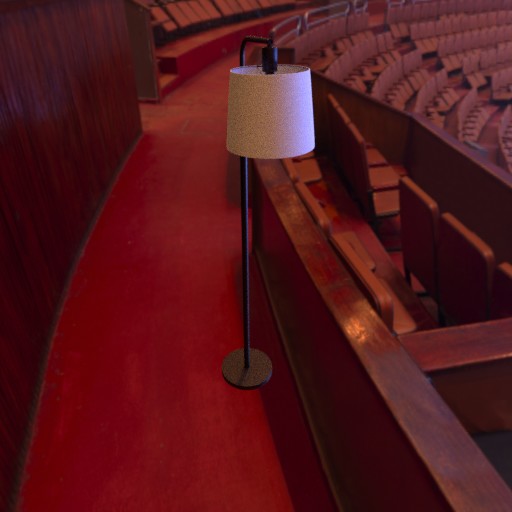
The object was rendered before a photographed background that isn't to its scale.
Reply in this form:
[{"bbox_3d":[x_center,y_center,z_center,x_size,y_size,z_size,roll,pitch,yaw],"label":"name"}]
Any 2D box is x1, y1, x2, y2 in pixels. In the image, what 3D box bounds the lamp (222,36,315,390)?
[{"bbox_3d":[0.000,0.000,1.637,0.254,1.478,0.508,-11,35,-16],"label":"lamp"}]
